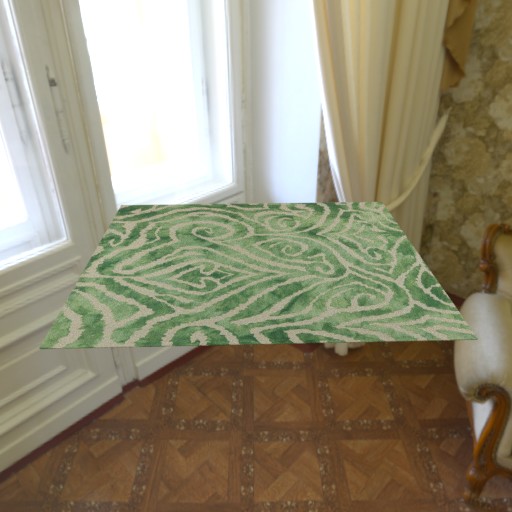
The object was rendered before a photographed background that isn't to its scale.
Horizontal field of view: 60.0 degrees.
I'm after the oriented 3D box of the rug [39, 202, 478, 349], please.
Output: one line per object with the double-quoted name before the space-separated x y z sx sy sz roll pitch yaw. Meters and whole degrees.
"rug" 0.000 0.000 4.123 3.045 0.007 2.436 -1 30 -2
